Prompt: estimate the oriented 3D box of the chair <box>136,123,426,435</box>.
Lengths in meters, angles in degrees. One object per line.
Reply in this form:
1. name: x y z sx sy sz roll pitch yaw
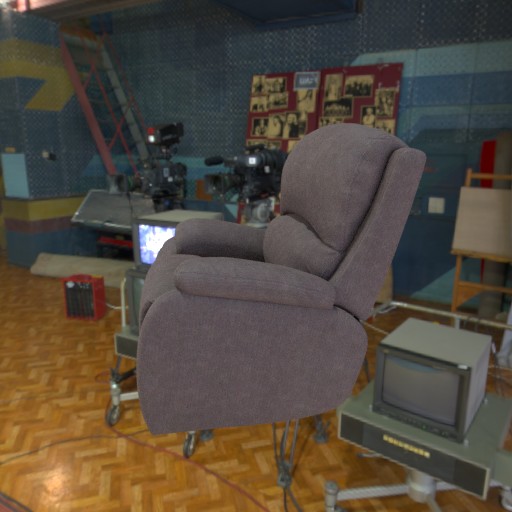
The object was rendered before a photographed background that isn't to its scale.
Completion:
1. chair: 0.000 0.000 1.752 0.899 1.011 0.930 -2 14 -10
